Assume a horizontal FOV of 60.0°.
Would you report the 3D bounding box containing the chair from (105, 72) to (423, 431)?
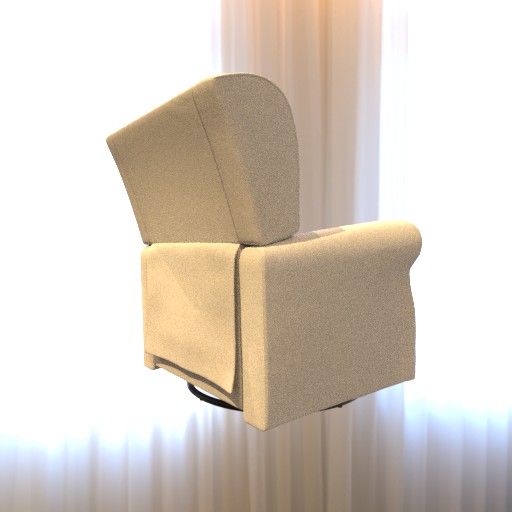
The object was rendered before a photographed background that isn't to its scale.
[{"bbox_3d":[0.000,0.000,1.622,0.854,0.967,0.906,-1,2,-37],"label":"chair"}]
